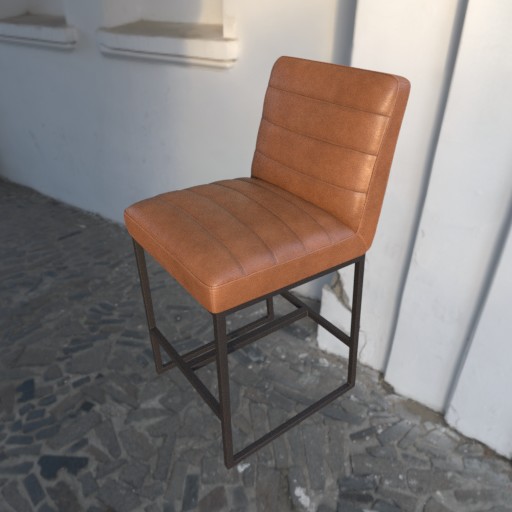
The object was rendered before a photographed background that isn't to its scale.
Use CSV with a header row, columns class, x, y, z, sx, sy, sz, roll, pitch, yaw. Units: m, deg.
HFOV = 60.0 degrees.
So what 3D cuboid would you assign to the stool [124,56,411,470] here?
class,x,y,z,sx,sy,sz,roll,pitch,yaw
stool,0.000,0.000,1.212,0.556,0.940,0.458,-21,37,-30
